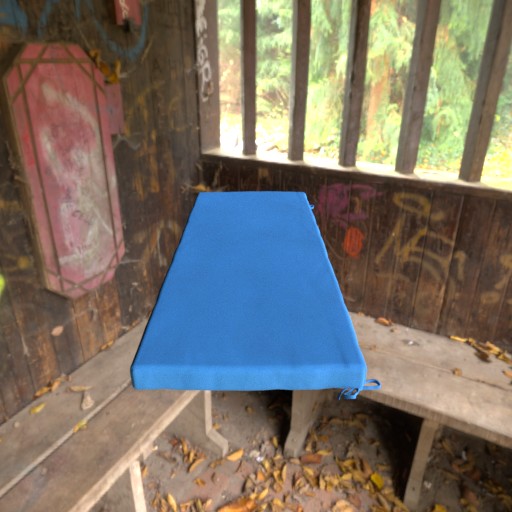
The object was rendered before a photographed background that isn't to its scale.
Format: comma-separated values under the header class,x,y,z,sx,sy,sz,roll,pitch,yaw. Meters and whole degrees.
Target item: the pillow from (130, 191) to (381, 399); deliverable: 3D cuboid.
class,x,y,z,sx,sy,sz,roll,pitch,yaw
pillow,0.000,0.000,1.363,0.492,0.081,1.187,0,25,0
